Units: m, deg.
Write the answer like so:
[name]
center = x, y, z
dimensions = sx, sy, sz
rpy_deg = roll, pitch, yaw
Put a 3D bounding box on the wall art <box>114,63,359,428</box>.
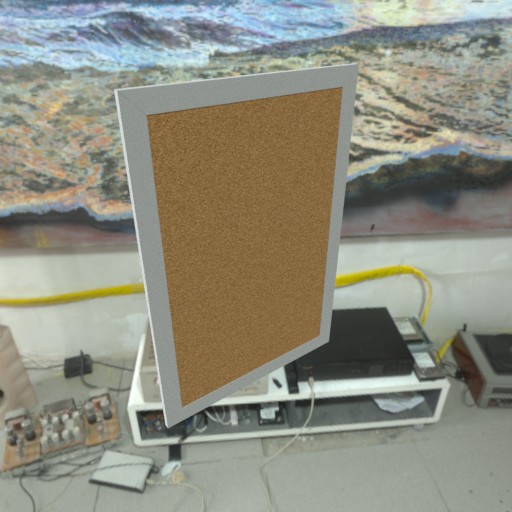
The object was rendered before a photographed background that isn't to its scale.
[wall art]
center = 0.000, 0.000, 0.861
dimensions = 0.454, 0.659, 0.011
rpy_deg = -20, 36, -30
